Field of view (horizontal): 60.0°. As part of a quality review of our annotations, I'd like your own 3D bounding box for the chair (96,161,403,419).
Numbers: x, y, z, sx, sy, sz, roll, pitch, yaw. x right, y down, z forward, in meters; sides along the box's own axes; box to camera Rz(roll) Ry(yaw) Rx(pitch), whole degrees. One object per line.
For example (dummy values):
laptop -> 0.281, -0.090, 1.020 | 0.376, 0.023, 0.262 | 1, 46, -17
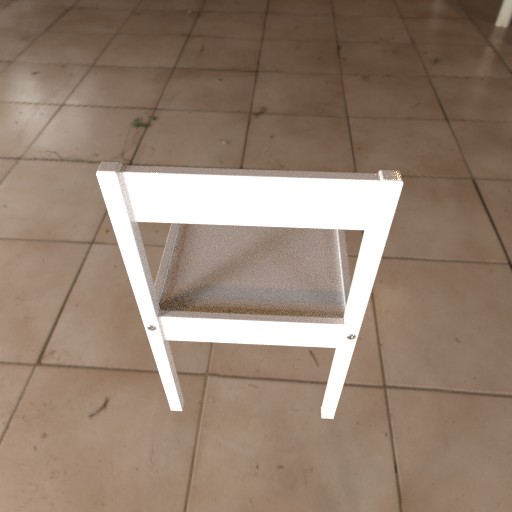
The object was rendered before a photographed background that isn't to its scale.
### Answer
chair -> 0.000, 0.000, 0.685 | 0.285, 0.505, 0.285 | 2, 46, 2
